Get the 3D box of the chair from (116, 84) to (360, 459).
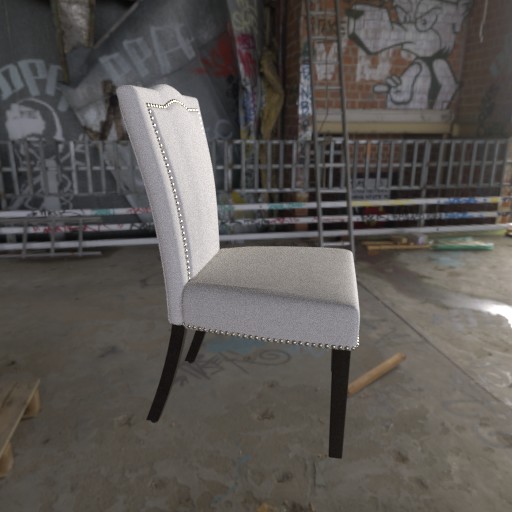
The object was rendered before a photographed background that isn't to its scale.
[{"bbox_3d":[0.000,0.000,1.295,0.589,0.946,0.518,3,17,10],"label":"chair"}]
